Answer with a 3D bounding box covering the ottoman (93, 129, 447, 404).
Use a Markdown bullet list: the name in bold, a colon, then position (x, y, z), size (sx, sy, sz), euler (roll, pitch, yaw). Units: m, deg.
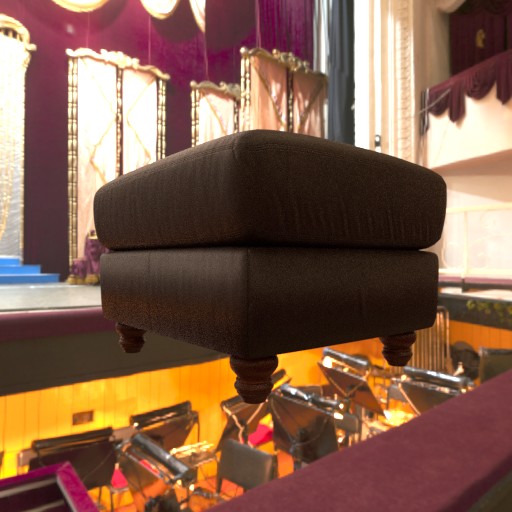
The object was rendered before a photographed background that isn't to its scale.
- **ottoman**: position (0.000, 0.000, 1.242), size (0.670, 0.569, 0.806), euler (0, -1, -38)
